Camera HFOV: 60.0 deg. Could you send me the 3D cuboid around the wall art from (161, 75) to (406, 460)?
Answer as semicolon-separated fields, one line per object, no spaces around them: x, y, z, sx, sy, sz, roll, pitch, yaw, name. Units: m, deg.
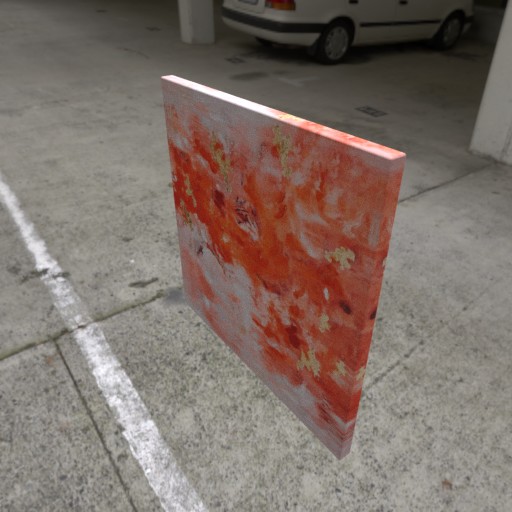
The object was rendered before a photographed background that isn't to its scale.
0.000;0.000;1.114;0.064;0.746;0.747;-22;39;-30;wall art
